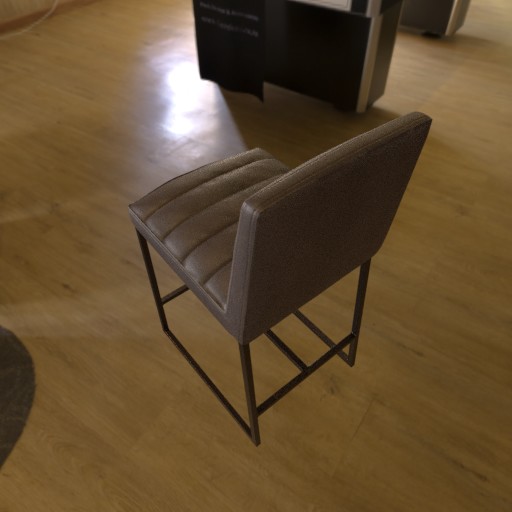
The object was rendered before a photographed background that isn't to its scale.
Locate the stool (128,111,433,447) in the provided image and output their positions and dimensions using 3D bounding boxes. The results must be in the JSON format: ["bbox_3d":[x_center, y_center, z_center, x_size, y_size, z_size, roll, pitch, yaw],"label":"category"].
[{"bbox_3d":[0.000,0.000,1.227,0.463,0.946,0.562,-31,54,-26],"label":"stool"}]
